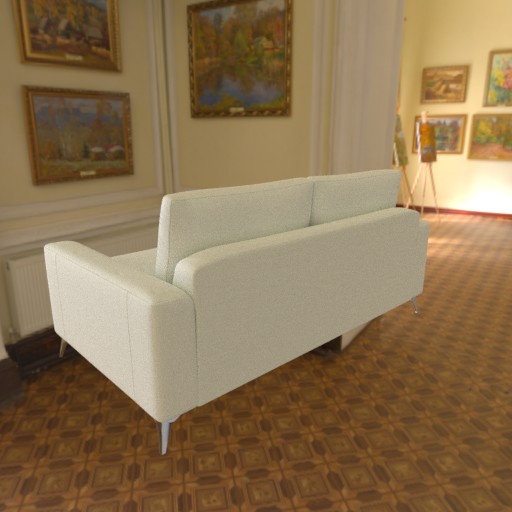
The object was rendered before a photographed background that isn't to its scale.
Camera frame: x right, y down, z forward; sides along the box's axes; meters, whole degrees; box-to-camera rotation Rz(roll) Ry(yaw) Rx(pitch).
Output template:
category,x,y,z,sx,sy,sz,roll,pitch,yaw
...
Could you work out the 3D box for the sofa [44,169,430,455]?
category,x,y,z,sx,sy,sz,roll,pitch,yaw
sofa,0.000,0.000,2.115,1.650,0.790,0.920,-15,21,-41
